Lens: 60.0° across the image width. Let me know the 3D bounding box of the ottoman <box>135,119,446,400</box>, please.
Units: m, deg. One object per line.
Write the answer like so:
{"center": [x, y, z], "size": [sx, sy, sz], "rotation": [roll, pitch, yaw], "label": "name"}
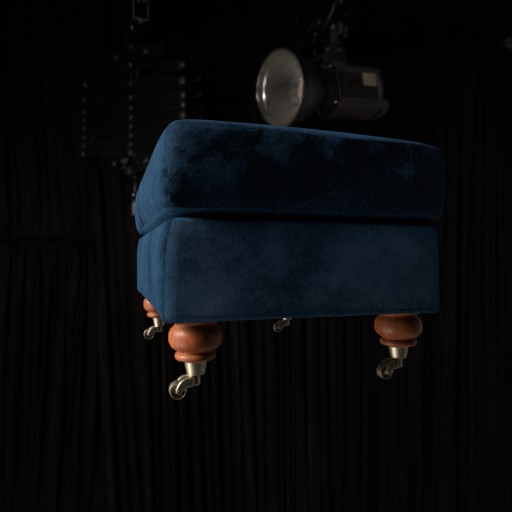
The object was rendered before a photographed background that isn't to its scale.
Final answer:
{"center": [0.000, 0.000, 1.135], "size": [0.572, 0.503, 0.773], "rotation": [0, 0, -18], "label": "ottoman"}
